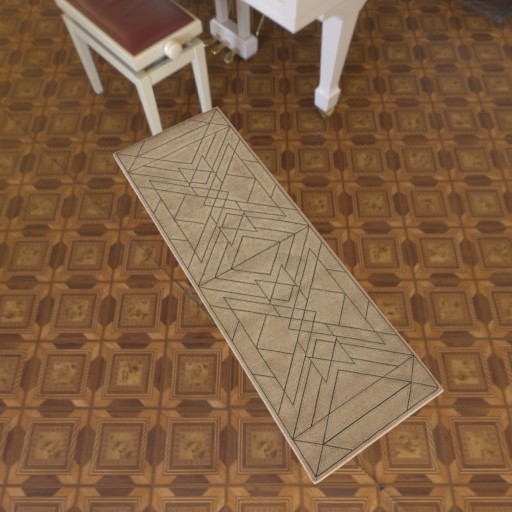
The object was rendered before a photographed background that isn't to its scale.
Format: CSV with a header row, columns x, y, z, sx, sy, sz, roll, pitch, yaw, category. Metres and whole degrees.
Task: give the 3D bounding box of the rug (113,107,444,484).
x,y,z,sx,sy,sz,roll,pitch,yaw,category
0.000,0.000,2.672,0.831,0.036,2.381,-29,66,-14,rug
